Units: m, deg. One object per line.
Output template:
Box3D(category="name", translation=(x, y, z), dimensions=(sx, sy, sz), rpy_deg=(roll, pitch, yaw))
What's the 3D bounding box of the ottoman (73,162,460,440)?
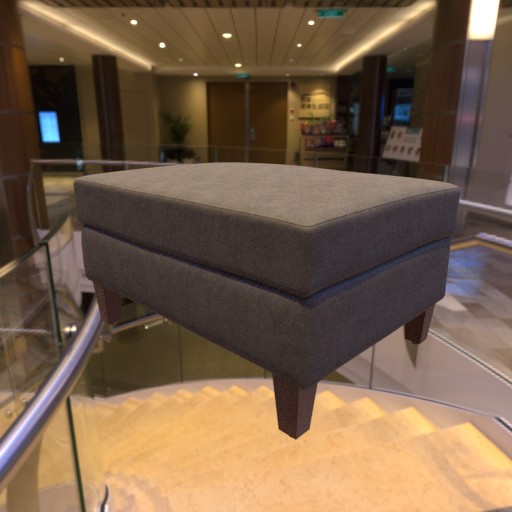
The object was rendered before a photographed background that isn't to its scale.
Box3D(category="ottoman", translation=(0.000, 0.000, 1.224), dimensions=(0.839, 0.464, 0.639), rpy_deg=(16, 23, 42))
